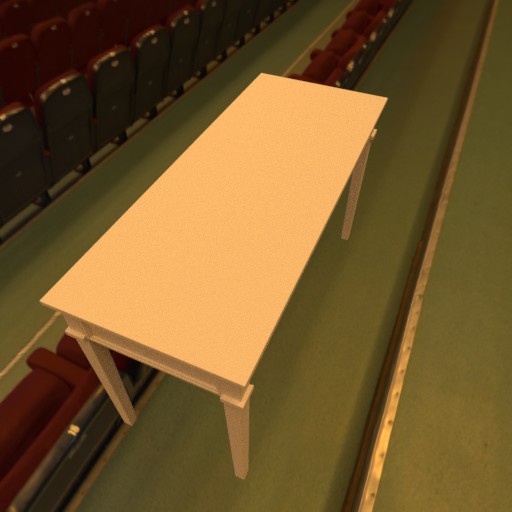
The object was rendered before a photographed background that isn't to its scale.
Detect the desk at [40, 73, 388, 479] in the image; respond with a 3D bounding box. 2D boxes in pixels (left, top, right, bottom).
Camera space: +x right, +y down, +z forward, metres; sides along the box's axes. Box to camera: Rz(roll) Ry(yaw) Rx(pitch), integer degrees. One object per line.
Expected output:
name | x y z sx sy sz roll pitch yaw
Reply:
desk | 0.000 0.000 1.724 0.559 0.774 1.372 18 49 16
